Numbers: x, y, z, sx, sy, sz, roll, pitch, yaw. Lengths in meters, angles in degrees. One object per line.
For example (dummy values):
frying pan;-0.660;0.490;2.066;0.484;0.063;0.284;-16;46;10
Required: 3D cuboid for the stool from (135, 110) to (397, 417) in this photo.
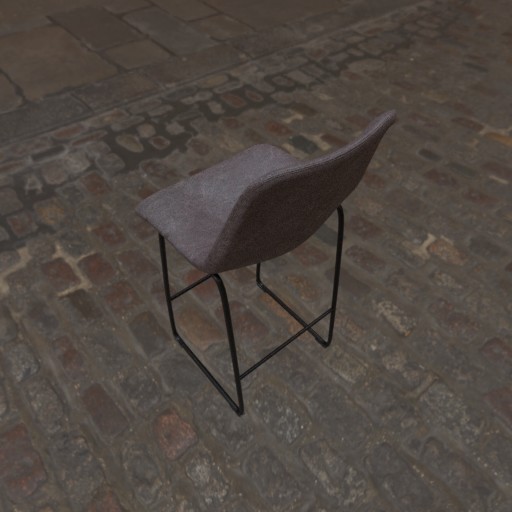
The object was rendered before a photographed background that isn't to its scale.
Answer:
stool;0.000;0.000;1.387;0.514;1.082;0.561;-31;54;-26
